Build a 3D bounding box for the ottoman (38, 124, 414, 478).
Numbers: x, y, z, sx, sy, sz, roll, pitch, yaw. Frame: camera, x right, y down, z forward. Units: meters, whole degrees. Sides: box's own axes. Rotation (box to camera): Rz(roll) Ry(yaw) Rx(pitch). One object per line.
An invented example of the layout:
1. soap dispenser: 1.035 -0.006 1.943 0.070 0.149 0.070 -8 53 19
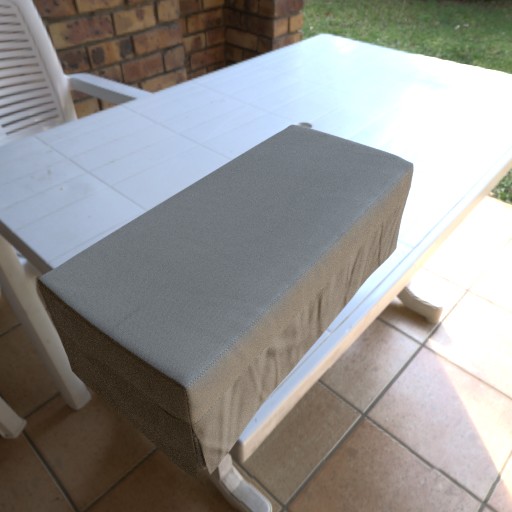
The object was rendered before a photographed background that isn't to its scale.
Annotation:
1. ottoman: 0.000 0.000 1.688 0.665 0.457 1.388 27 48 27
